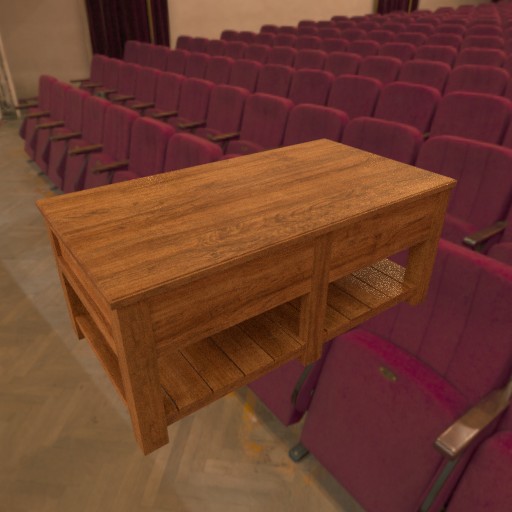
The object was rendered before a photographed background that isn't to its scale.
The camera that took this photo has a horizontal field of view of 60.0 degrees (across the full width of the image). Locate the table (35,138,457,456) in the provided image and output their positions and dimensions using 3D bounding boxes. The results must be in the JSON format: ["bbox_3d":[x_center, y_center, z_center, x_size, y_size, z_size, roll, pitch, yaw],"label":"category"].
[{"bbox_3d":[0.000,0.000,1.485,1.150,0.480,0.635,-20,35,-30],"label":"table"}]
